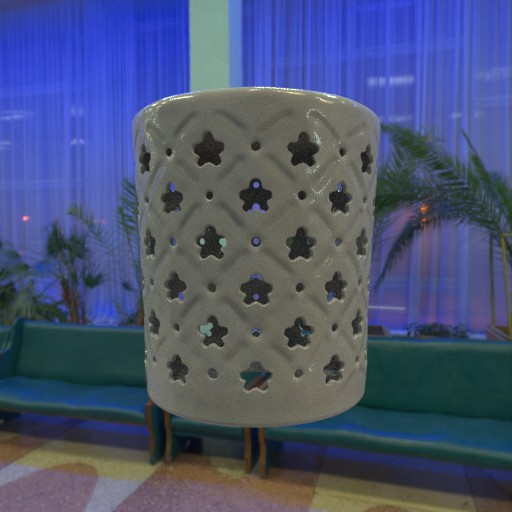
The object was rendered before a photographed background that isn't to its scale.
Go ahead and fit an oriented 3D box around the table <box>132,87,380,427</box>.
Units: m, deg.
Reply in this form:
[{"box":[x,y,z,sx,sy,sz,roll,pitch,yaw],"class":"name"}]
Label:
[{"box":[0.000,0.000,0.657,0.352,0.387,0.352,0,2,0],"class":"table"}]
